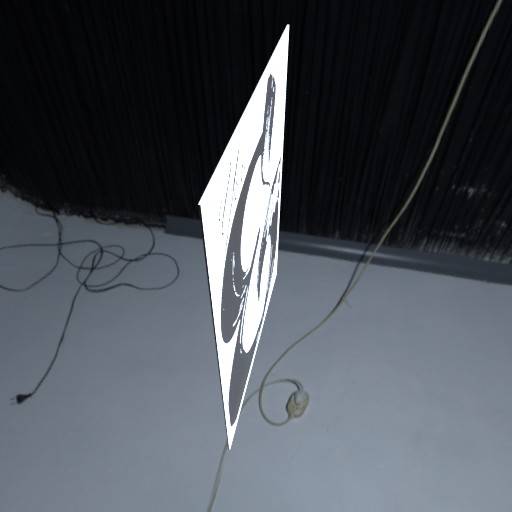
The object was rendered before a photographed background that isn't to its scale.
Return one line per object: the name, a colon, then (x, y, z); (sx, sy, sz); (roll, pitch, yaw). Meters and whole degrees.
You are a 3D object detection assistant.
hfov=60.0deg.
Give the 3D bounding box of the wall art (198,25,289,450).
wall art: (0.000, 0.000, 0.780); (0.003, 0.609, 0.457); (10, 47, 9)
